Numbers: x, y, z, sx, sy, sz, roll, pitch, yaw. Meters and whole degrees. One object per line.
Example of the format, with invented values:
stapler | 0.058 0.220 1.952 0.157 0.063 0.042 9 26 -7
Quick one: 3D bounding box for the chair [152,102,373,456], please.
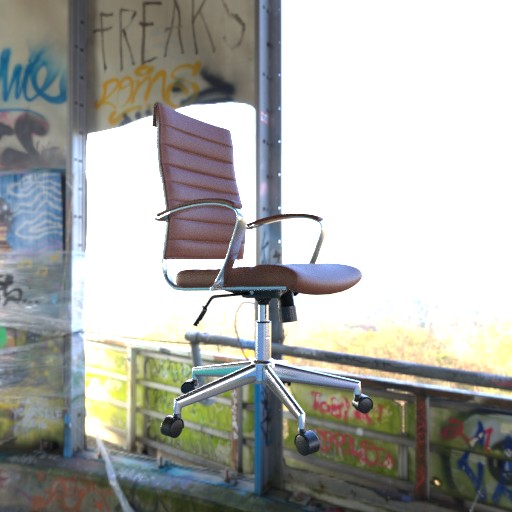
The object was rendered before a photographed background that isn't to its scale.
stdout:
chair | 0.000 0.000 1.652 0.739 1.149 0.766 0 -1 35
